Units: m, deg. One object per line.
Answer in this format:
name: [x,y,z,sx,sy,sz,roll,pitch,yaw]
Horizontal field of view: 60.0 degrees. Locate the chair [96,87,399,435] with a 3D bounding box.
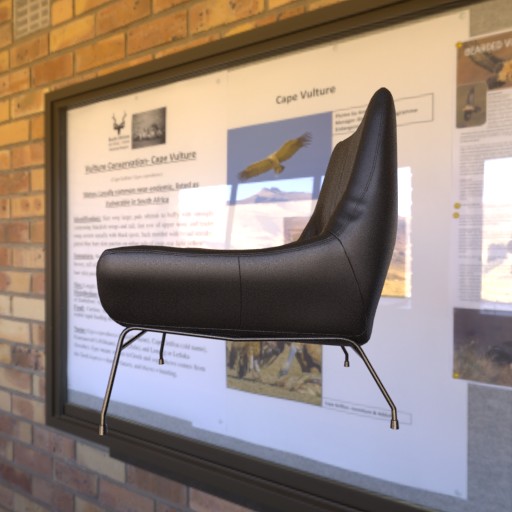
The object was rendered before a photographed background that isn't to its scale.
chair: [0.000,0.000,1.513,0.826,0.922,0.836,0,1,0]
